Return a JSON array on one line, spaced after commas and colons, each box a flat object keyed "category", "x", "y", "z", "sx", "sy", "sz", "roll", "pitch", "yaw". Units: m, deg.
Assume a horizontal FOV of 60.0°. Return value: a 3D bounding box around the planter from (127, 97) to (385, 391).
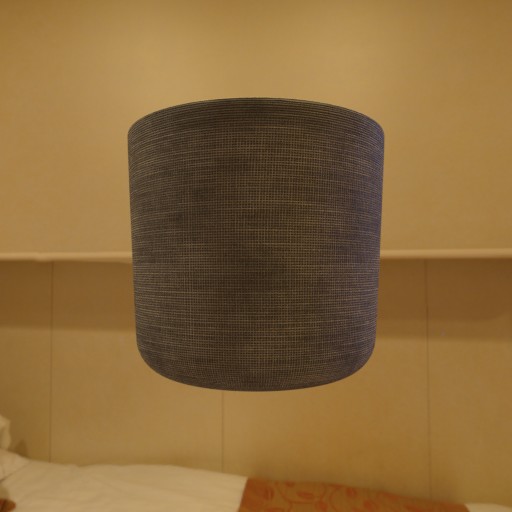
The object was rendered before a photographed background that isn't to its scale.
[{"category": "planter", "x": 0.000, "y": 0.000, "z": 0.784, "sx": 0.440, "sy": 0.398, "sz": 0.440, "roll": 0, "pitch": -2, "yaw": 0}]
